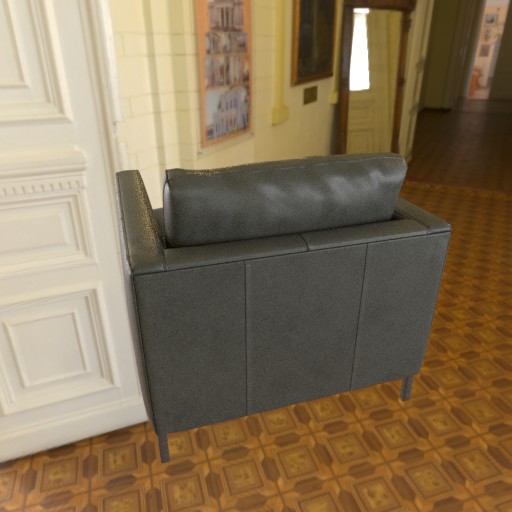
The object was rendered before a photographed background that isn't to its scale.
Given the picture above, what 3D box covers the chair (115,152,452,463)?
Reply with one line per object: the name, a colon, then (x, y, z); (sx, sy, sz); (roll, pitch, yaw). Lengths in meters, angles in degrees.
chair: (0.000, 0.000, 1.500); (0.967, 0.824, 0.861); (-8, 27, -16)
